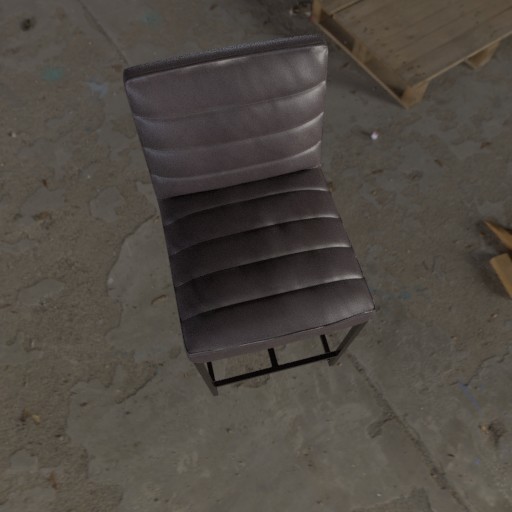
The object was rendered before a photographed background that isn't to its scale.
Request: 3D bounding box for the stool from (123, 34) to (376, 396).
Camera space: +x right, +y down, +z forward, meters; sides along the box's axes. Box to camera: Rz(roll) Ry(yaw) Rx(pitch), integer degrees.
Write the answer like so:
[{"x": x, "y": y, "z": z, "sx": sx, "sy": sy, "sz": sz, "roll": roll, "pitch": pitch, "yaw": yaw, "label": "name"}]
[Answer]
[{"x": 0.000, "y": 0.000, "z": 1.240, "sx": 0.463, "sy": 0.946, "sz": 0.562, "roll": -13, "pitch": 65, "yaw": -6, "label": "stool"}]
